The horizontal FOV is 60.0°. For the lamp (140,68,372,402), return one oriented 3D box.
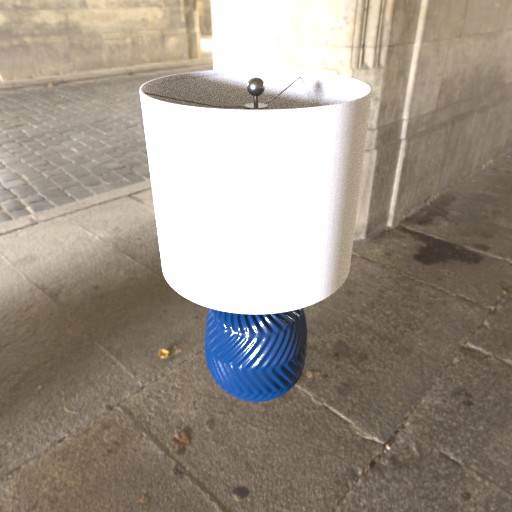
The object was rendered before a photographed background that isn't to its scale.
[{"bbox_3d":[0.000,0.000,0.487,0.203,0.368,0.203,-1,31,-1],"label":"lamp"}]
